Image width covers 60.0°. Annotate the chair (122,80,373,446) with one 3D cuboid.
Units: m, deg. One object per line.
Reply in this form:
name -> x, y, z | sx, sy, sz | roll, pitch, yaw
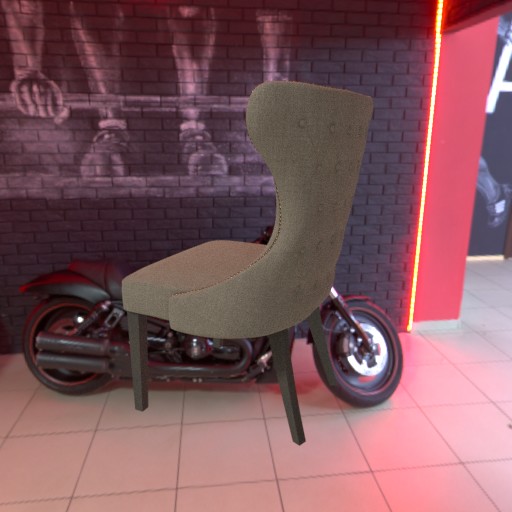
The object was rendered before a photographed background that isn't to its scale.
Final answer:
chair -> 0.000, 0.000, 1.388 | 0.635, 0.967, 0.628 | 7, 17, 25
